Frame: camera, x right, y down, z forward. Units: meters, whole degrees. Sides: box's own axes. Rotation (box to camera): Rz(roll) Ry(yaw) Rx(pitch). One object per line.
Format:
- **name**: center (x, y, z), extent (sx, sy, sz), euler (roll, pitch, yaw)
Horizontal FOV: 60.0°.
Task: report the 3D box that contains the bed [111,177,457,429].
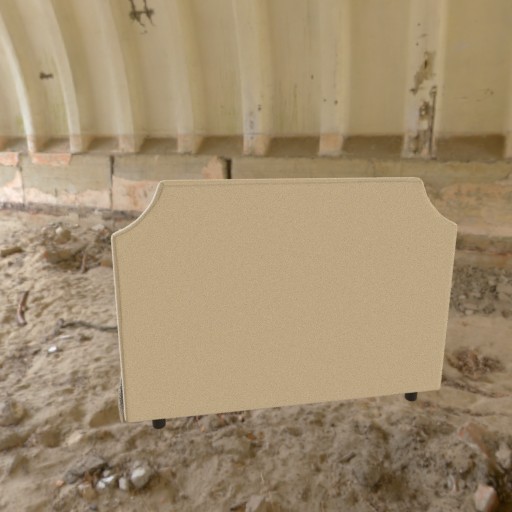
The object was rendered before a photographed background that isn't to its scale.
- **bed**: center (0.000, 0.000, 4.151), extent (2.350, 1.590, 2.773), euler (-2, 14, -10)
